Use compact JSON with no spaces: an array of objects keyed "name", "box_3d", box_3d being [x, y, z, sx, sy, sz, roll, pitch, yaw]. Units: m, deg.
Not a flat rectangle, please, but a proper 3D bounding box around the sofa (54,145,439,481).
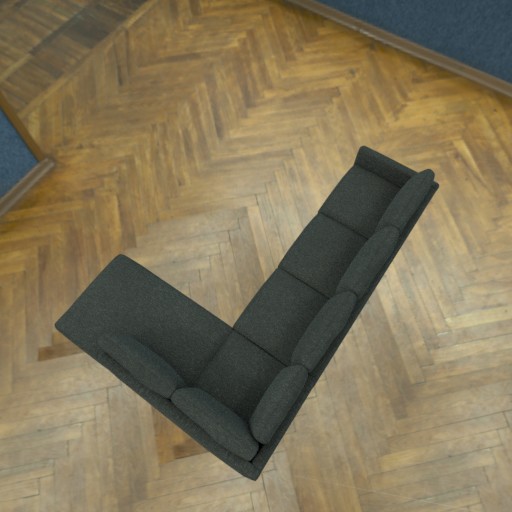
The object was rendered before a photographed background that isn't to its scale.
[{"name":"sofa","box_3d":[0.000,0.000,3.866,2.007,0.815,2.949,32,69,14]}]
